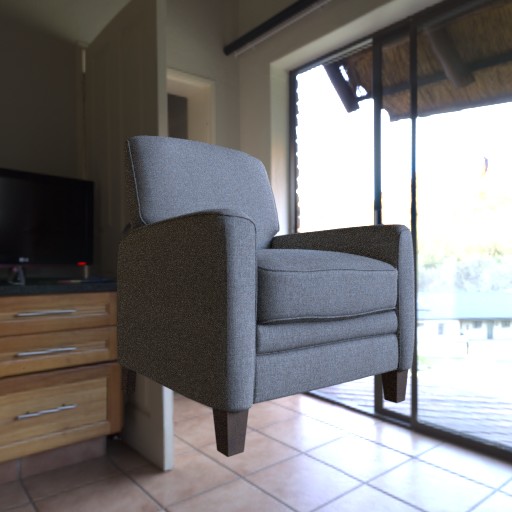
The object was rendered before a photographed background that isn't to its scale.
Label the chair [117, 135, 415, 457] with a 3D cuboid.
[{"bbox_3d":[0.000,0.000,1.625,0.848,1.014,0.864,1,-1,-37],"label":"chair"}]
